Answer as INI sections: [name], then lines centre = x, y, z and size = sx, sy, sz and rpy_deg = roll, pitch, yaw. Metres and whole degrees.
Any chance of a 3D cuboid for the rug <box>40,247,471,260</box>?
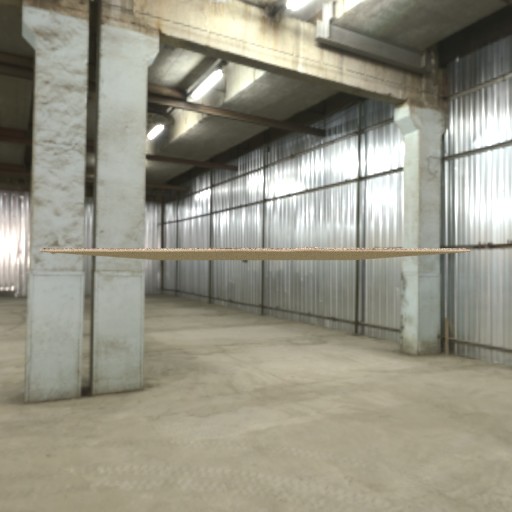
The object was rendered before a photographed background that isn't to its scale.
[rug]
centre = 0.000, 0.000, 4.003
size = 2.429, 0.030, 3.052
rpy_deg = 0, -1, 0
